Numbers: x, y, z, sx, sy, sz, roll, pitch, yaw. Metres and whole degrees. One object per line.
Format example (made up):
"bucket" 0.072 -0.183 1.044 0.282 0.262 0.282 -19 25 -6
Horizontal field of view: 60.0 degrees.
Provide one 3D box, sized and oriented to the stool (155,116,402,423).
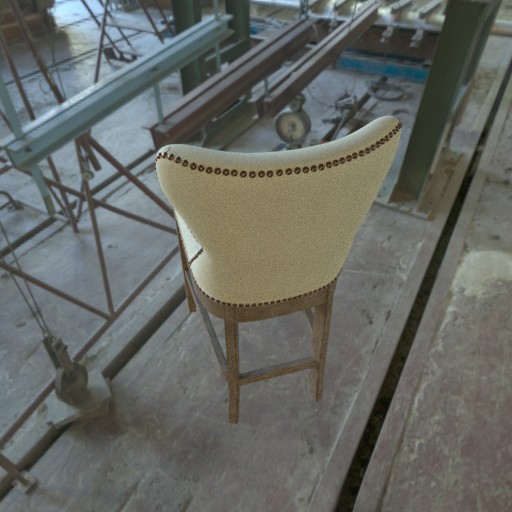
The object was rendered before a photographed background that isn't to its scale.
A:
"stool" 0.000 0.000 1.301 0.498 0.981 0.608 -11 43 -12
